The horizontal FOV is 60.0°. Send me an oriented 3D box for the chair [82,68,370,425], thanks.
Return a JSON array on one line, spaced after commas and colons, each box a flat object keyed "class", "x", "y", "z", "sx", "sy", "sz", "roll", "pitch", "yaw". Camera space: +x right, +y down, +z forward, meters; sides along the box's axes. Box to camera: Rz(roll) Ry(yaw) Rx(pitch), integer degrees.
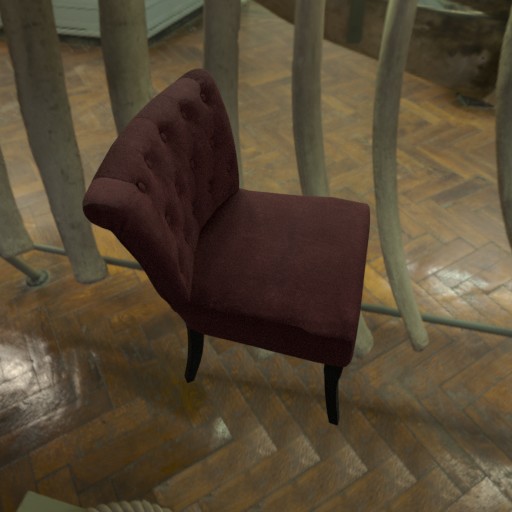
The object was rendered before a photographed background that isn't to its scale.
[{"class": "chair", "x": 0.000, "y": 0.000, "z": 1.197, "sx": 0.605, "sy": 0.750, "sz": 0.582, "roll": 10, "pitch": 47, "yaw": 10}]
